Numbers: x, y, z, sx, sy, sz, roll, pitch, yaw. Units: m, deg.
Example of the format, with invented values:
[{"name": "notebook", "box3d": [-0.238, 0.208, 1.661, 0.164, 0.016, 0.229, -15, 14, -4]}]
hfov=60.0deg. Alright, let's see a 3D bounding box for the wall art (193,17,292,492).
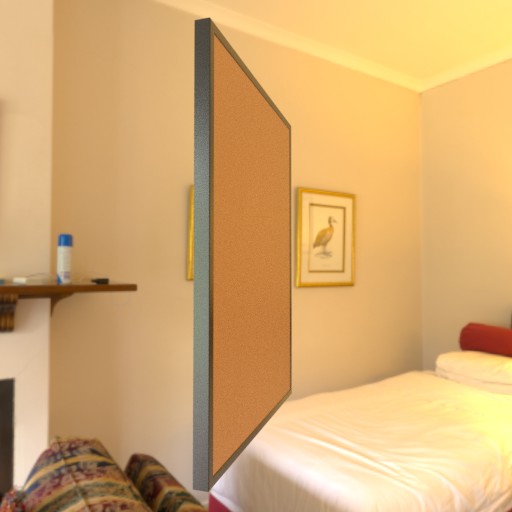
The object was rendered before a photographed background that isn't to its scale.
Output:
[{"name": "wall art", "box3d": [0.000, 0.000, 1.378, 0.039, 1.061, 0.804, -1, -2, 18]}]
